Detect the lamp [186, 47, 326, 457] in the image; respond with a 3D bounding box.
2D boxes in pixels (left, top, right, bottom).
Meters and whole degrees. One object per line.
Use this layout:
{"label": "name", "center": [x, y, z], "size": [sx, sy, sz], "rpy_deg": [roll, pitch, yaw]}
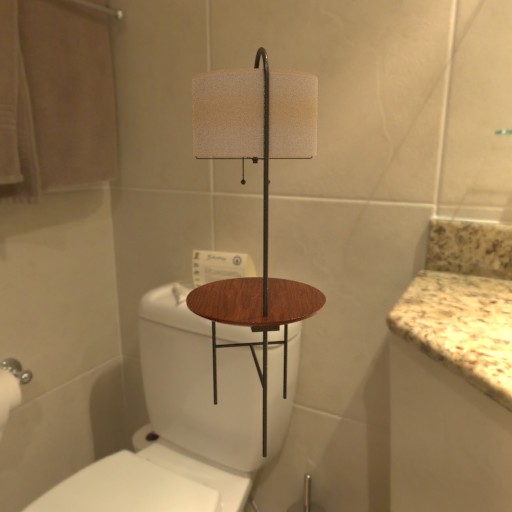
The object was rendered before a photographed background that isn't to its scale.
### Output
{"label": "lamp", "center": [0.000, 0.000, 1.796], "size": [0.573, 1.517, 0.573], "rpy_deg": [0, 13, 0]}
